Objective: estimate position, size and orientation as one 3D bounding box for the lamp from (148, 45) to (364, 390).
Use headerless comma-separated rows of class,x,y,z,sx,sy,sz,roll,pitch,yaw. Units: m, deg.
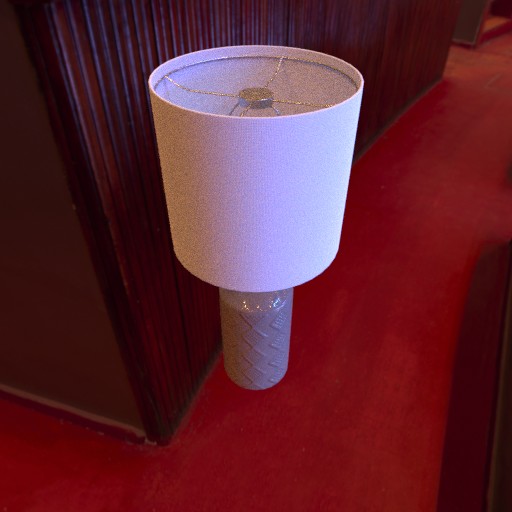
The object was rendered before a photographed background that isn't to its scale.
lamp,0.000,0.000,0.580,0.207,0.461,0.207,11,41,13
